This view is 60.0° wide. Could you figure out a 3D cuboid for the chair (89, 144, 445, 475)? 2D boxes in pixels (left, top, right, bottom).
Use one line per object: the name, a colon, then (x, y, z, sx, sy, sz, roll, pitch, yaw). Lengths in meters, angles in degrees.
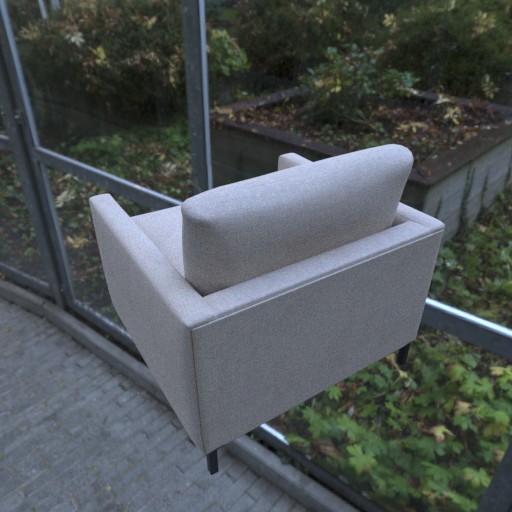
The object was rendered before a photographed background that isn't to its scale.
chair: (0.000, 0.000, 1.635, 0.963, 0.861, 0.866, -19, 36, -27)
